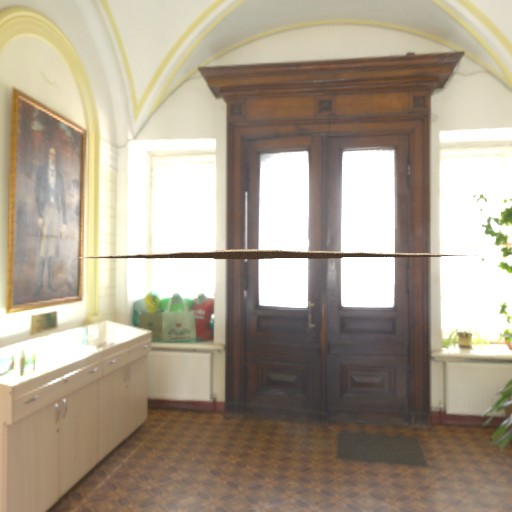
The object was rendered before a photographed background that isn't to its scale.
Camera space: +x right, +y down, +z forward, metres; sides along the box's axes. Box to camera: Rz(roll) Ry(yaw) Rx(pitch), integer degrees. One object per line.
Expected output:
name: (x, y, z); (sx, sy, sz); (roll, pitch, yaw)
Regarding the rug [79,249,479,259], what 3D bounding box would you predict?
rug: (0.000, 0.000, 3.384); (1.964, 0.025, 2.455); (1, -1, -37)
